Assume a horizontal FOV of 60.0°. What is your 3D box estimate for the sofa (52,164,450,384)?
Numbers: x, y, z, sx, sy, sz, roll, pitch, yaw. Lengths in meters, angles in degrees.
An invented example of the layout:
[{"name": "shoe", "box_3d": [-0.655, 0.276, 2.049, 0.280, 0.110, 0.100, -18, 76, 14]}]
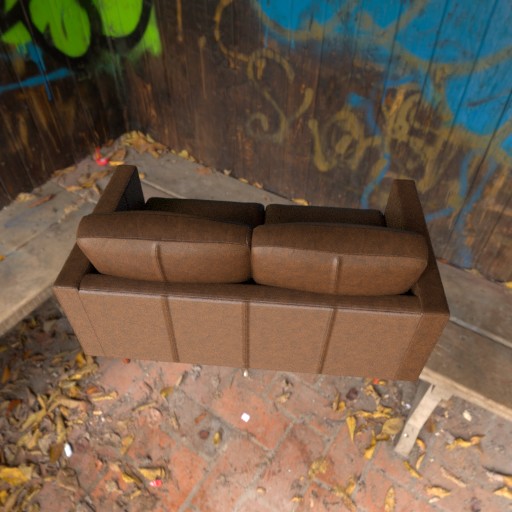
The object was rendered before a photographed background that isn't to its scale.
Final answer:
[{"name": "sofa", "box_3d": [0.000, 0.000, 2.200, 1.578, 0.951, 0.909, 4, 46, 4]}]
